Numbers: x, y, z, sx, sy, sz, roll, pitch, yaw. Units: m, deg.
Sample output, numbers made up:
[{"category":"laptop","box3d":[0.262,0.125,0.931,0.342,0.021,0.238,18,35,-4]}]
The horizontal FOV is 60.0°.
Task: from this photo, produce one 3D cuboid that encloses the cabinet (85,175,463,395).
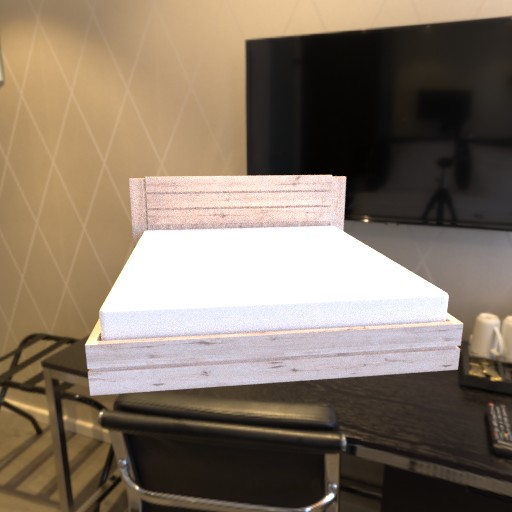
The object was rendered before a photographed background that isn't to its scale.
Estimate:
[{"category":"cabinet","box3d":[0.000,0.000,3.116,1.950,0.970,2.080,-2,14,-7]}]
